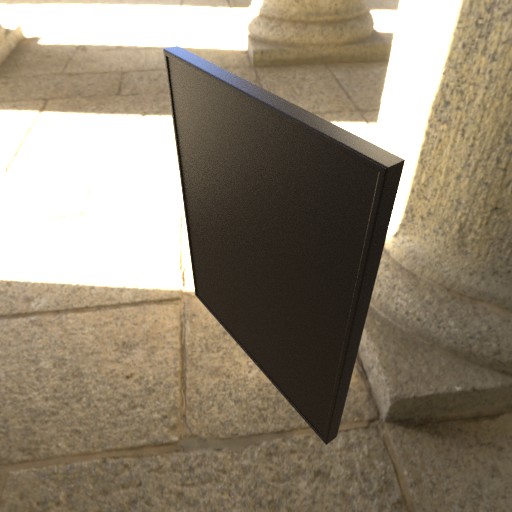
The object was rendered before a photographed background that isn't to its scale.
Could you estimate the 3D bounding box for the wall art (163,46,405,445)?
[{"bbox_3d":[0.000,0.000,0.739,0.028,0.551,0.451,-26,47,-27],"label":"wall art"}]
